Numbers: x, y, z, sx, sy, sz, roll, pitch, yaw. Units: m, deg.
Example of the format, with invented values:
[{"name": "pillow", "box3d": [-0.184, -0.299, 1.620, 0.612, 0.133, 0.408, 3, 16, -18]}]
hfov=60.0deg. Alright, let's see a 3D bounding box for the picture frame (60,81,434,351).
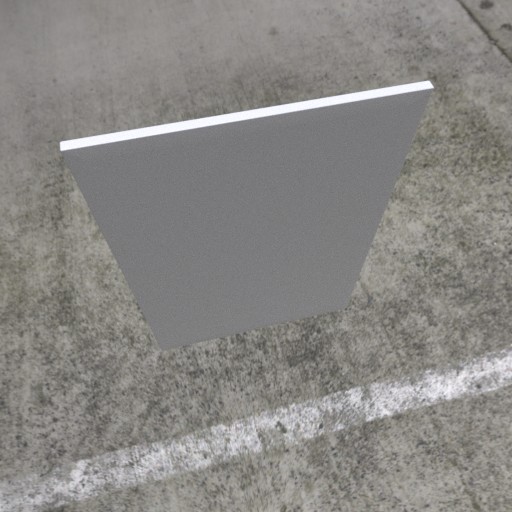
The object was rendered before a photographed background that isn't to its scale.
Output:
[{"name": "picture frame", "box3d": [0.000, 0.000, 0.666, 0.381, 0.534, 0.012, -12, 59, -7]}]
